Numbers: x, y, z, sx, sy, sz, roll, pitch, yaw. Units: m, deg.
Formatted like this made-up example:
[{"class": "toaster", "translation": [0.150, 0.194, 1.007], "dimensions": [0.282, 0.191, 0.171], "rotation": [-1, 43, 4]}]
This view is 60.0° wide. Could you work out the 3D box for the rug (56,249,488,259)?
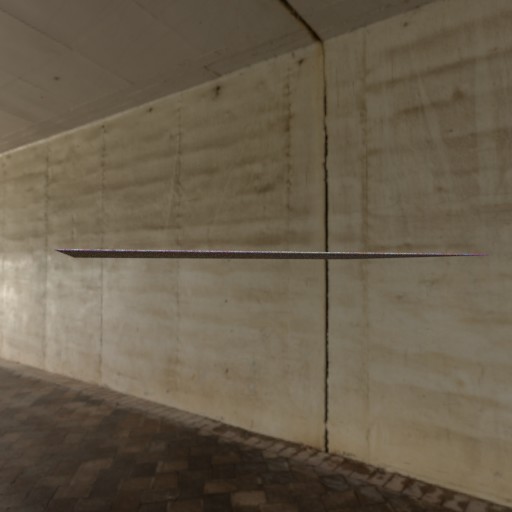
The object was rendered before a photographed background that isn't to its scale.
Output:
[{"class": "rug", "translation": [0.000, 0.000, 3.678], "dimensions": [2.896, 0.013, 2.007], "rotation": [0, -1, -20]}]
